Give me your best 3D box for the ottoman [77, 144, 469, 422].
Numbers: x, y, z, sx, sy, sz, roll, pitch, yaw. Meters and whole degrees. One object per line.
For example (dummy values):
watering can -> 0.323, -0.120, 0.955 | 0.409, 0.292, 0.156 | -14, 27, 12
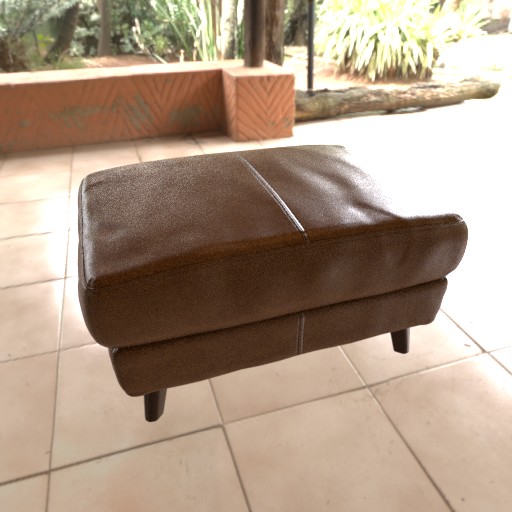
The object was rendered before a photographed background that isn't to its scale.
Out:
ottoman -> 0.000, 0.000, 1.205 | 0.869, 0.461, 0.630 | -10, 33, -16
